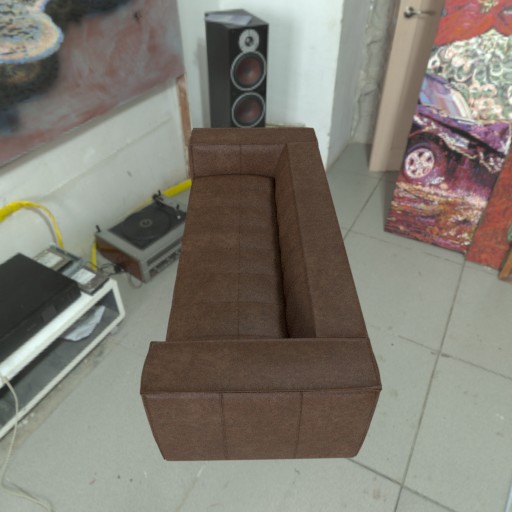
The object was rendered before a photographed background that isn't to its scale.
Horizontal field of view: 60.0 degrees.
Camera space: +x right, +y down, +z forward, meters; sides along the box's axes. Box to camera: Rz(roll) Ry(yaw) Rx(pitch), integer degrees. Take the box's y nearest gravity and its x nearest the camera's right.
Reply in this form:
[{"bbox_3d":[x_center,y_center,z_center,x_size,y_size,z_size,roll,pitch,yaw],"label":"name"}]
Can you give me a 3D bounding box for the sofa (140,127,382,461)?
[{"bbox_3d":[0.000,0.000,3.045,1.102,0.701,2.581,-1,41,-1],"label":"sofa"}]
